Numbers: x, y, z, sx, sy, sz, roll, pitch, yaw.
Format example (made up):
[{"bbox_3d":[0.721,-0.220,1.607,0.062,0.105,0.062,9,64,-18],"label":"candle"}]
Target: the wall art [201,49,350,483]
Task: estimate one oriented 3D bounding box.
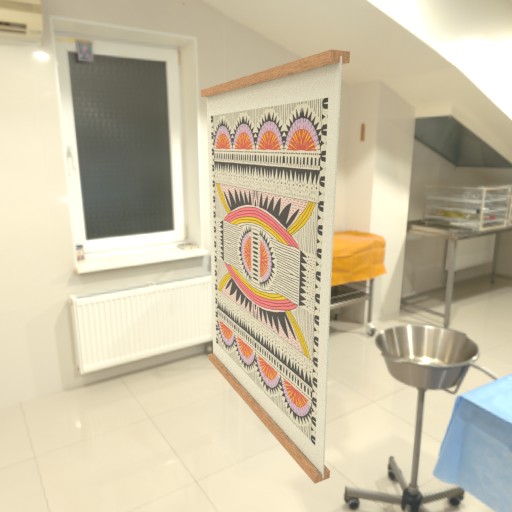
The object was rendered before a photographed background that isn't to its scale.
[{"bbox_3d":[0.000,0.000,0.802,0.028,0.609,0.456,-7,16,-26],"label":"wall art"}]
